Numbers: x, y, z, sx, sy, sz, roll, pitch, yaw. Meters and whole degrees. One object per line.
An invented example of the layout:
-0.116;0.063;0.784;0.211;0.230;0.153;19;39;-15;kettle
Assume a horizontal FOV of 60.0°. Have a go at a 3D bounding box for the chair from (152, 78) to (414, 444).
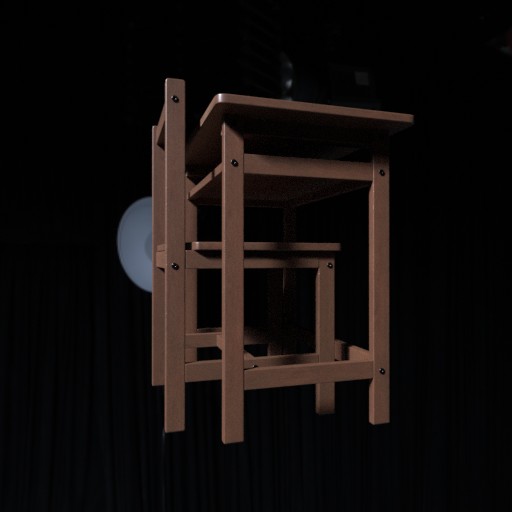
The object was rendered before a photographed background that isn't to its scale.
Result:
0.000;0.000;1.067;0.463;0.673;0.599;0;0;-17;chair
